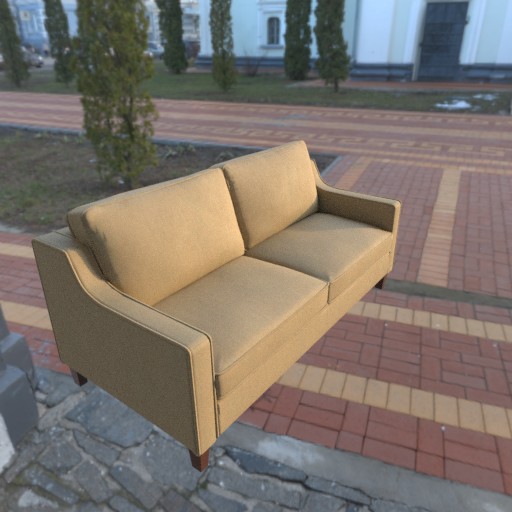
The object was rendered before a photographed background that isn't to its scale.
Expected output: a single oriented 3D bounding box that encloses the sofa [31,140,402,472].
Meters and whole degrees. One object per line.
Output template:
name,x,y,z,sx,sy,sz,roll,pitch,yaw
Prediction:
sofa,0.000,0.000,2.757,1.066,1.071,2.178,18,31,33
